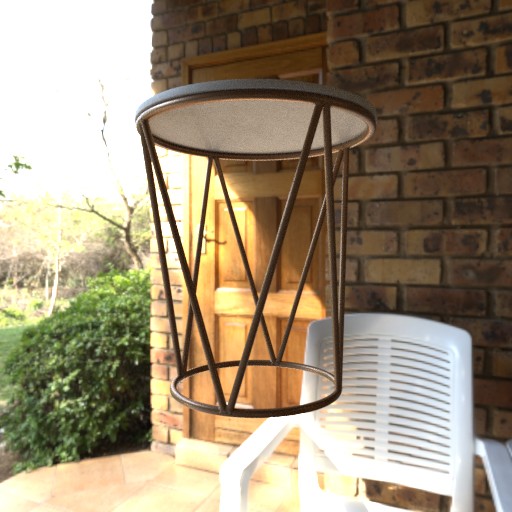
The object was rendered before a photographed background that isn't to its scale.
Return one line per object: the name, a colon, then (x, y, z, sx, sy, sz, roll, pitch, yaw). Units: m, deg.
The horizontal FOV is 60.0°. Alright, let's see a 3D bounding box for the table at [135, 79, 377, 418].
table: (0.000, 0.000, 0.950, 0.500, 0.564, 0.500, 0, 1, 0)
